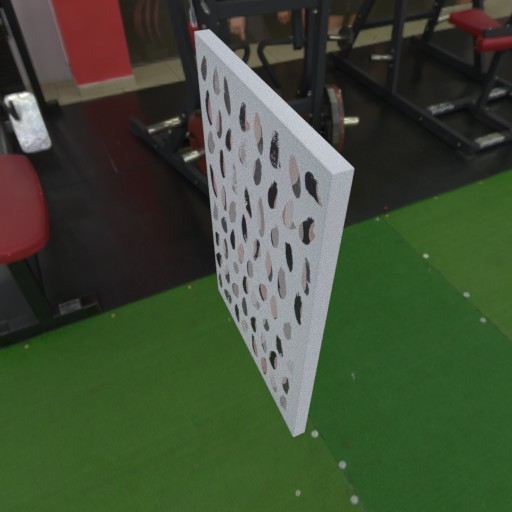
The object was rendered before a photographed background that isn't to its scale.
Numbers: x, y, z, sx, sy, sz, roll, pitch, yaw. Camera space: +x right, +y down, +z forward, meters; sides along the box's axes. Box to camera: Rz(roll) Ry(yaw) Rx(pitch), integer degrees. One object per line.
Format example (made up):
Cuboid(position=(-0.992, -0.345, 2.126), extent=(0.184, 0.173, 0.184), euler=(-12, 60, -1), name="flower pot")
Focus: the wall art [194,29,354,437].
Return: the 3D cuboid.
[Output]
Cuboid(position=(0.000, 0.000, 1.152), extent=(0.037, 0.916, 0.610), euler=(-18, 48, -17), name="wall art")
